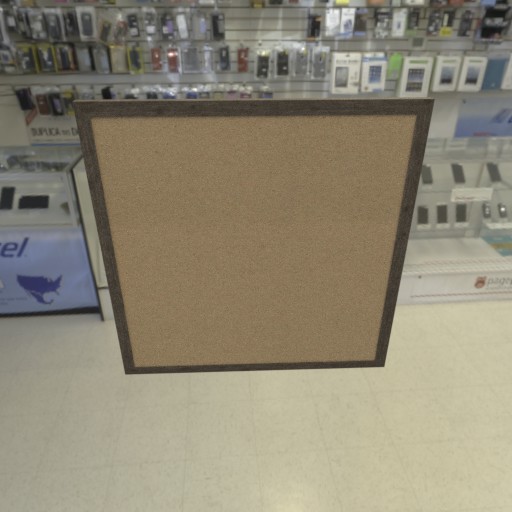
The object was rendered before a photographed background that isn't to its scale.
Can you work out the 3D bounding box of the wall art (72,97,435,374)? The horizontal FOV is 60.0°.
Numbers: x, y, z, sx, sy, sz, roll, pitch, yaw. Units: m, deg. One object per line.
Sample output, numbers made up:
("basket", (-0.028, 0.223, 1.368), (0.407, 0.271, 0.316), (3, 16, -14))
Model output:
("wall art", (0.000, 0.000, 0.676), (0.457, 0.457, 0.013), (-1, 29, -2))
